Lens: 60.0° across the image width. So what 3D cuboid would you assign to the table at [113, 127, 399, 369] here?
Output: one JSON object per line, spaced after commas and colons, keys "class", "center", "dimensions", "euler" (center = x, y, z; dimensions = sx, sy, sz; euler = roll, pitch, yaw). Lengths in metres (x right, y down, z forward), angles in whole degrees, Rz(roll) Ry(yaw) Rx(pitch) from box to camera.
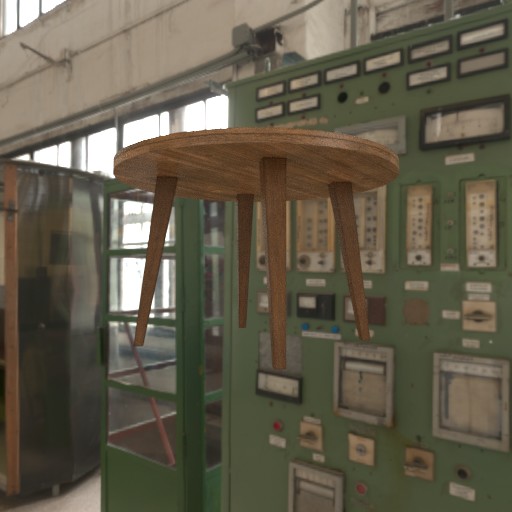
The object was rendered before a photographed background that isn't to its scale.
{"class": "table", "center": [0.000, 0.000, 1.965], "dimensions": [1.213, 0.764, 1.213], "euler": [0, -2, 0]}
